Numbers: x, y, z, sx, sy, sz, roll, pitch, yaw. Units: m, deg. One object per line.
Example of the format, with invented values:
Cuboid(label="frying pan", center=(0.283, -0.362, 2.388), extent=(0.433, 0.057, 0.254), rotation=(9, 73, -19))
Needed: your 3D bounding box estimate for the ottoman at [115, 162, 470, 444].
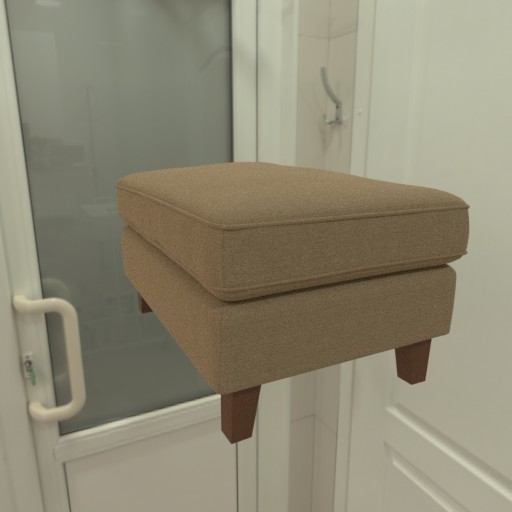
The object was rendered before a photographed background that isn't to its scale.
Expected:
Cuboid(label="ottoman", center=(0.000, 0.000, 1.292), extent=(0.636, 0.521, 0.945), rotation=(-7, 16, -26))
